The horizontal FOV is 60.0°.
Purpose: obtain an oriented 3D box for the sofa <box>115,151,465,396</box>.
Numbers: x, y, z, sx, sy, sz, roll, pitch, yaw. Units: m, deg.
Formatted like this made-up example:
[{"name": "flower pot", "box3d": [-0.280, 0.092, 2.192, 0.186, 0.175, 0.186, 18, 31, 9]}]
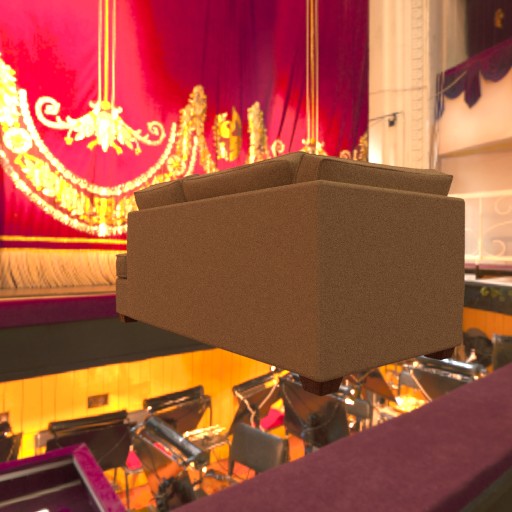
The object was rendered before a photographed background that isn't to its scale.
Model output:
[{"name": "sofa", "box3d": [0.000, 0.000, 2.860, 1.110, 1.033, 2.237, -1, 2, -37]}]
